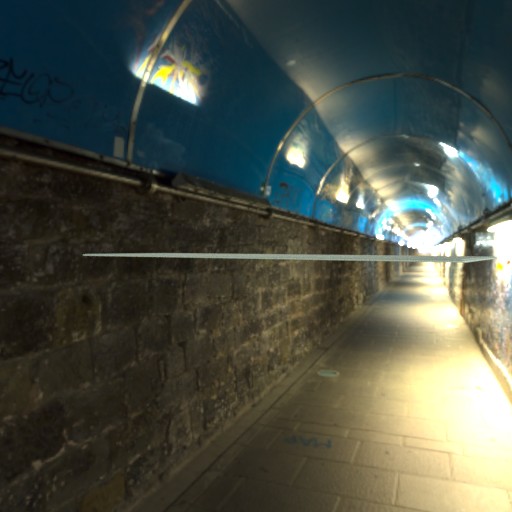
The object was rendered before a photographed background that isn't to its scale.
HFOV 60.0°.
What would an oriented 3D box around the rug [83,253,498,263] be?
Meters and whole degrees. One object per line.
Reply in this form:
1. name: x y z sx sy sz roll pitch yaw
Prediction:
1. rug: 0.000 0.000 2.365 2.196 0.011 0.662 1 1 37
